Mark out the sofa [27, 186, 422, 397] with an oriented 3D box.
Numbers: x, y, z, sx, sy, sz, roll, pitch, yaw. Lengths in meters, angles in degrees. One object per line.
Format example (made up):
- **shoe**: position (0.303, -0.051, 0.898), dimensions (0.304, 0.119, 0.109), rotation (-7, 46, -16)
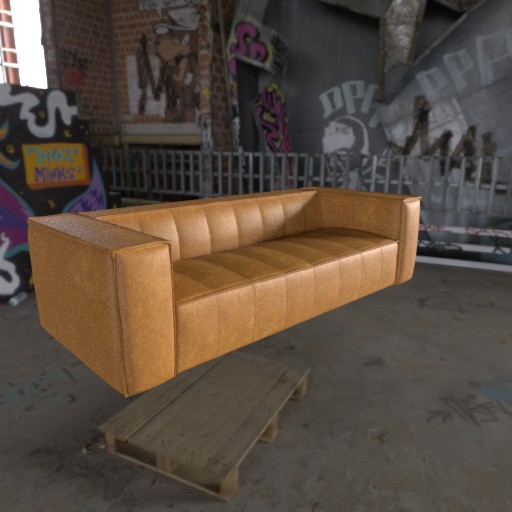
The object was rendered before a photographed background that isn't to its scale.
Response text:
- **sofa**: position (0.000, 0.000, 3.008), dimensions (2.581, 0.701, 1.102), rotation (-13, 20, -42)
